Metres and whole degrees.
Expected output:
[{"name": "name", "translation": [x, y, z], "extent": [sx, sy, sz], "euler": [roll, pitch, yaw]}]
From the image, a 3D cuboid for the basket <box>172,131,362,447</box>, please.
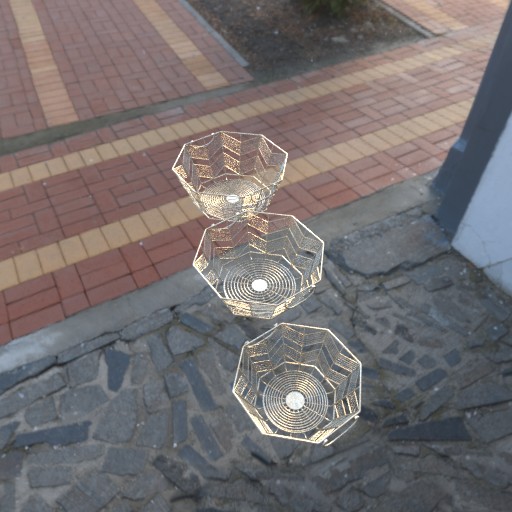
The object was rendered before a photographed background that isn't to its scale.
[{"name": "basket", "translation": [0.000, 0.000, 1.411], "extent": [0.432, 0.178, 1.246], "euler": [-9, 47, -9]}]
